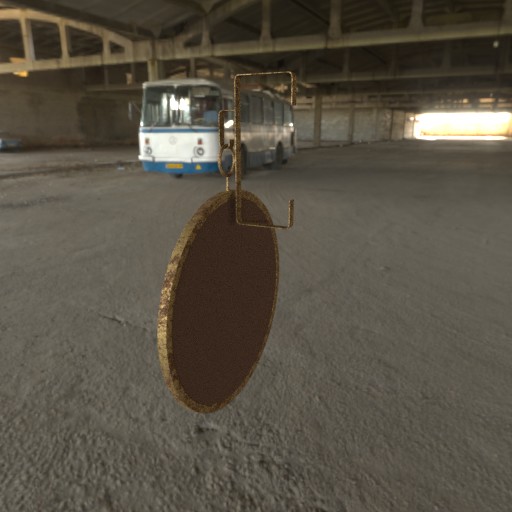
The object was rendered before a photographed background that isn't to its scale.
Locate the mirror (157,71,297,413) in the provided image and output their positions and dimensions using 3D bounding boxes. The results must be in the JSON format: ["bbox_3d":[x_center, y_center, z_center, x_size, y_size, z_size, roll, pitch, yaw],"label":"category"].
[{"bbox_3d":[0.000,0.000,0.852,0.144,0.651,0.447,8,18,26],"label":"mirror"}]
